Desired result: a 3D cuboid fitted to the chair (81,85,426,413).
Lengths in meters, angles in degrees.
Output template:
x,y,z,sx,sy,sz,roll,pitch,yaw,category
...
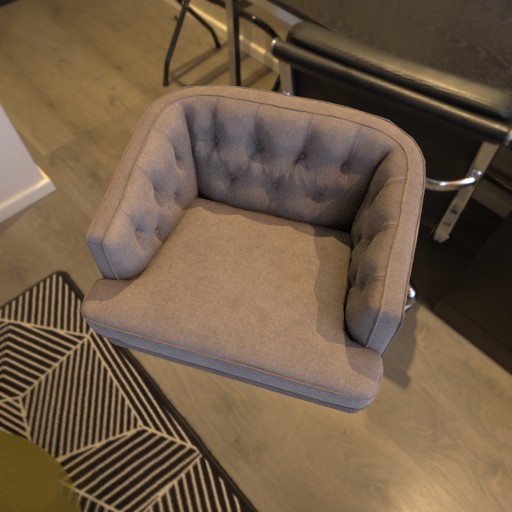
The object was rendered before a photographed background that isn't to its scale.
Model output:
x,y,z,sx,sy,sz,roll,pitch,yaw,category
0.000,0.000,1.772,1.104,0.852,0.941,14,59,9,chair
